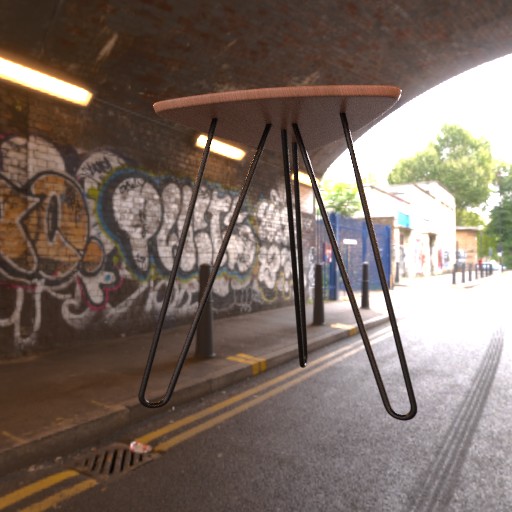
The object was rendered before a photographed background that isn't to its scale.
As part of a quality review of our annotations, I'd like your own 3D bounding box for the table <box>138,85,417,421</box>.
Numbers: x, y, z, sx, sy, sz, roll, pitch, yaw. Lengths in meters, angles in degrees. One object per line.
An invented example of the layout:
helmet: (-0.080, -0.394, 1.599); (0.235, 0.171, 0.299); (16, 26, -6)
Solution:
table: (0.000, 0.000, 0.886); (0.455, 0.564, 0.442); (0, -1, -18)
